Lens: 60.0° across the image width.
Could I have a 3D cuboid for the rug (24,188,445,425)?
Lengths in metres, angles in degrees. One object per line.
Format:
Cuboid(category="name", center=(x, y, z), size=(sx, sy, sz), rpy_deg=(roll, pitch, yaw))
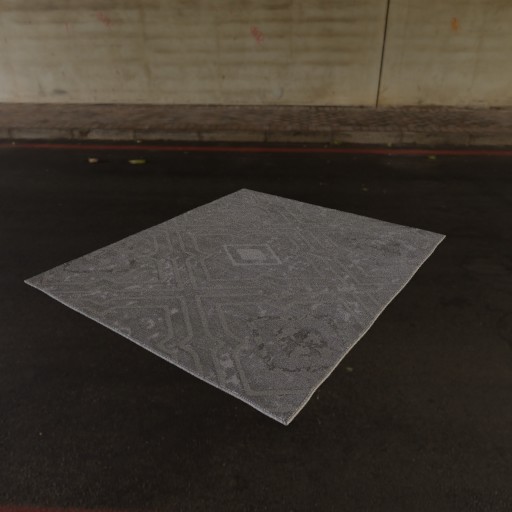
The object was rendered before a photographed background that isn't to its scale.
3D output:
Cuboid(category="rug", center=(0.000, 0.000, 0.866), size=(0.548, 0.006, 0.639), rpy_deg=(18, 32, 32))
